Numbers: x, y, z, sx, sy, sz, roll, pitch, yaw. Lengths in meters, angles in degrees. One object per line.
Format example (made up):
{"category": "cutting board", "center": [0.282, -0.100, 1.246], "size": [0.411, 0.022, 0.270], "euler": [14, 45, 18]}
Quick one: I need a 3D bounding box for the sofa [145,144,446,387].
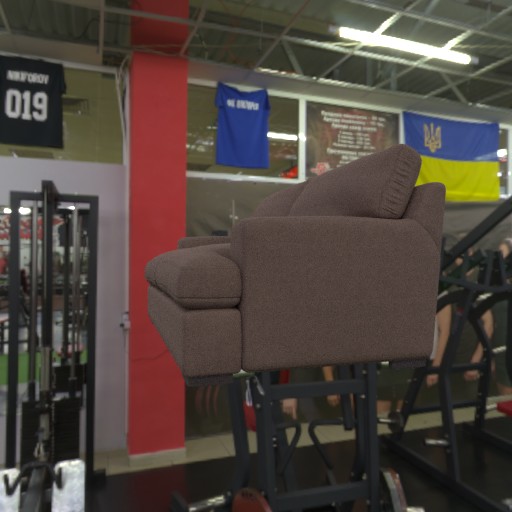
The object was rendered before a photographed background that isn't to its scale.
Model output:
{"category": "sofa", "center": [0.000, 0.000, 2.548], "size": [1.140, 0.950, 1.869], "euler": [0, 0, -18]}
